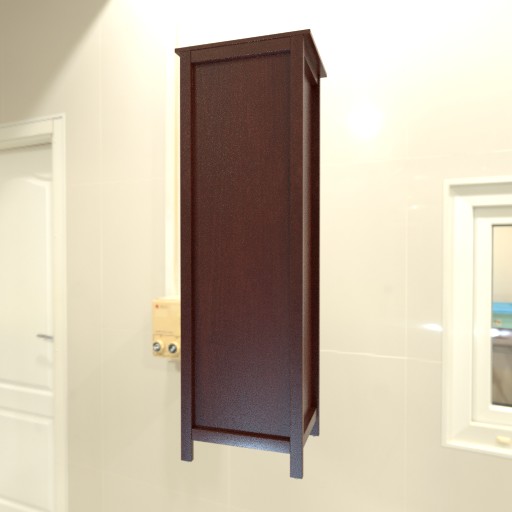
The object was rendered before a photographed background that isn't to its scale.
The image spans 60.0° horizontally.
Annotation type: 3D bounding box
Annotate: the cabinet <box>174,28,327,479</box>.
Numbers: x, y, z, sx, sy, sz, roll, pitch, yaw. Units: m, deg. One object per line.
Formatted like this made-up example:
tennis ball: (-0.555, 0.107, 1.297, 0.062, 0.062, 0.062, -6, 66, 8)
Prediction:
cabinet: (0.000, 0.000, 1.747, 0.500, 1.518, 0.401, 0, 1, 17)
